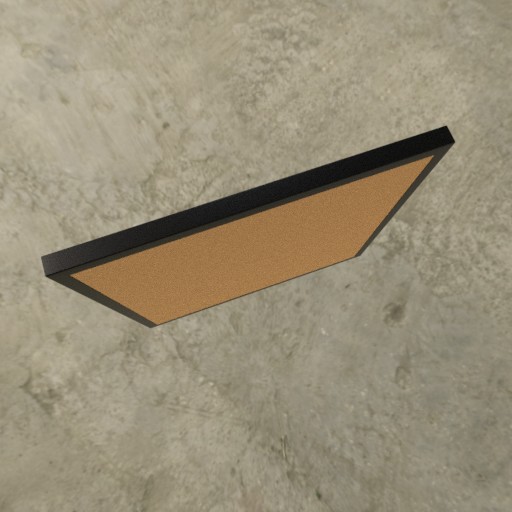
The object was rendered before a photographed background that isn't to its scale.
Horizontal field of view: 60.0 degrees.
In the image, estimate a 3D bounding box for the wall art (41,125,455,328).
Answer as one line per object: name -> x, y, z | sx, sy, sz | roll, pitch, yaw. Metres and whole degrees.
wall art -> 0.000, 0.000, 1.139 | 0.755, 0.761, 0.038 | -19, 75, -5
